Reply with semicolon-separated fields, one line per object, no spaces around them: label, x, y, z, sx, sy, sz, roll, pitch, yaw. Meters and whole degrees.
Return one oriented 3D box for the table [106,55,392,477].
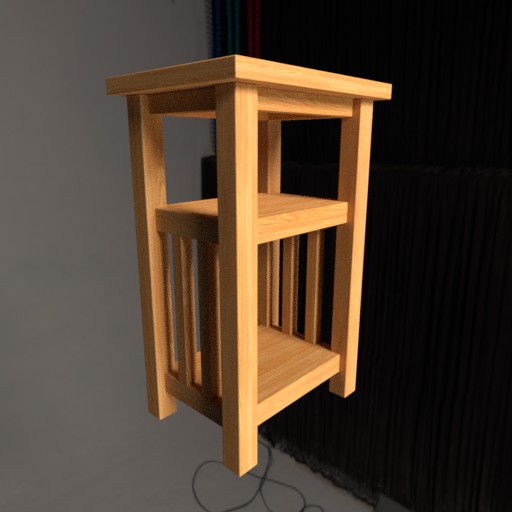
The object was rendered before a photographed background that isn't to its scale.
table;0.000;0.000;0.745;0.270;0.550;0.350;13;20;41
